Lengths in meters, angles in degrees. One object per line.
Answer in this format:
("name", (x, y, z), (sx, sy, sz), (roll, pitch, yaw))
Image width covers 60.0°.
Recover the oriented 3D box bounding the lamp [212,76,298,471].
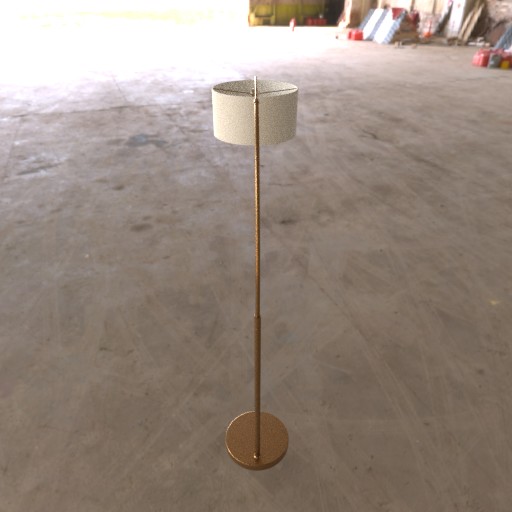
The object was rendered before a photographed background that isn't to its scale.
("lamp", (0.000, 0.000, 2.574), (0.493, 1.927, 1.434), (0, 31, -1))
